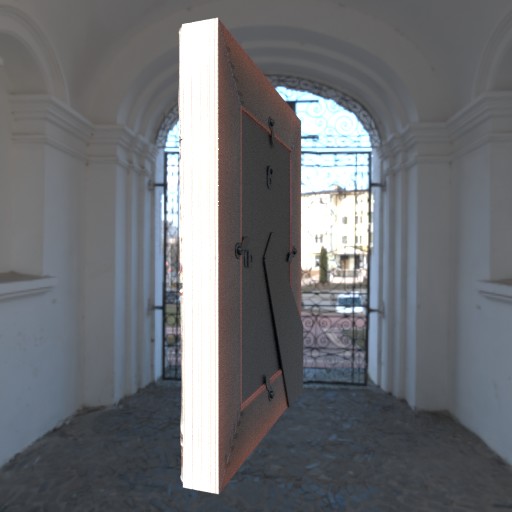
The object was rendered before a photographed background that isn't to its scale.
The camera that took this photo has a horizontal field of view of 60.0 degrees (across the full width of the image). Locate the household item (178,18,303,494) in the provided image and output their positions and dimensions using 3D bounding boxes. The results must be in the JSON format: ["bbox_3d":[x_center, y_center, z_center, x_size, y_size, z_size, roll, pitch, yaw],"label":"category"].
[{"bbox_3d":[0.000,0.000,0.282,0.025,0.216,0.165,0,0,19],"label":"household item"}]
